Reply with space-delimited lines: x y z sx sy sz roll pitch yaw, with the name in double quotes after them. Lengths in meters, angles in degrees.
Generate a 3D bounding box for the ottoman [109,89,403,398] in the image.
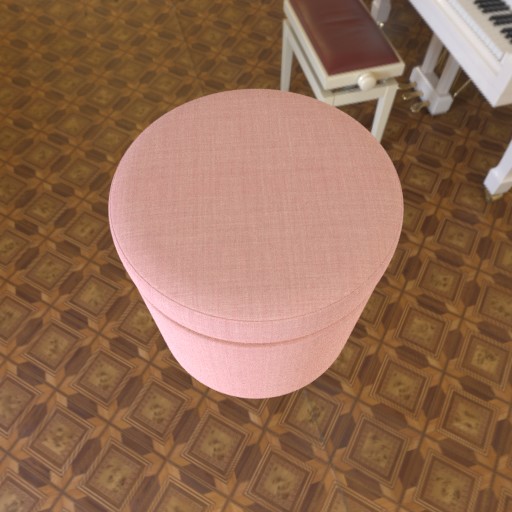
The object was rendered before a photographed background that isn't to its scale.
0.000 0.000 0.759 0.400 0.406 0.400 0 60 0 "ottoman"
